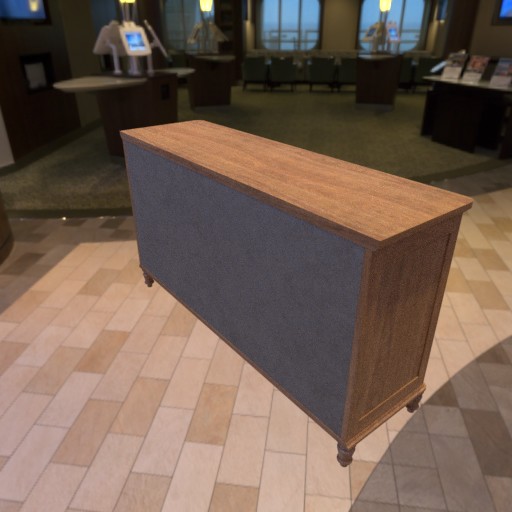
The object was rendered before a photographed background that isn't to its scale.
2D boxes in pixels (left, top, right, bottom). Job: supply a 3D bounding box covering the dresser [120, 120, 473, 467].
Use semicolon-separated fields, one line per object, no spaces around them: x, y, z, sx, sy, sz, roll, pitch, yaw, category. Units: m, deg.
0.000;0.000;1.974;0.468;0.892;1.583;-20;34;-33;dresser
